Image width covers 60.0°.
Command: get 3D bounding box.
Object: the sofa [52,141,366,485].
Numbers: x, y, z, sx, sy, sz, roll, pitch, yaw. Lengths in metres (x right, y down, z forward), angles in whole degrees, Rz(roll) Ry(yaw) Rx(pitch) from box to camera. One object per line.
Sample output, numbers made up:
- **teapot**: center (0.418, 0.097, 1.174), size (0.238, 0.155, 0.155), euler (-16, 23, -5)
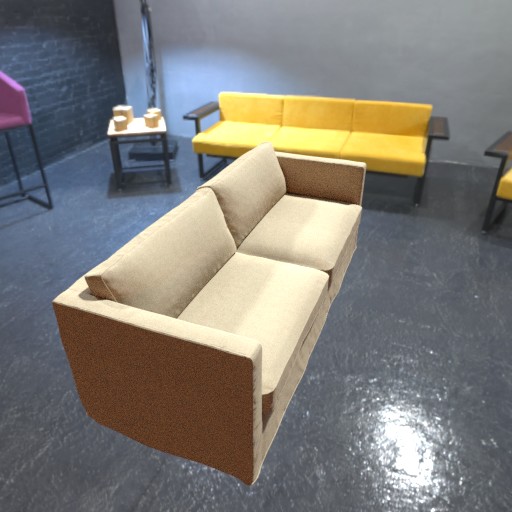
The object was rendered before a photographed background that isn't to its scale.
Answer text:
- **sofa**: center (0.000, 0.000, 2.758), size (0.962, 0.853, 2.312), euler (12, 33, 19)
